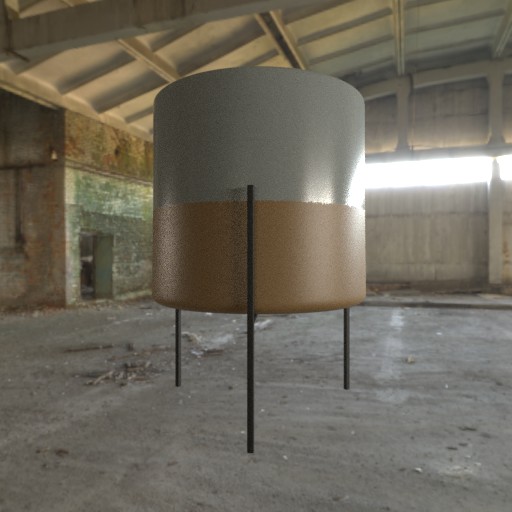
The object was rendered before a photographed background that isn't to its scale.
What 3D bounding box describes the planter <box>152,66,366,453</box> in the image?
[{"bbox_3d":[0.000,0.000,0.645,0.310,0.432,0.310,0,0,19],"label":"planter"}]
